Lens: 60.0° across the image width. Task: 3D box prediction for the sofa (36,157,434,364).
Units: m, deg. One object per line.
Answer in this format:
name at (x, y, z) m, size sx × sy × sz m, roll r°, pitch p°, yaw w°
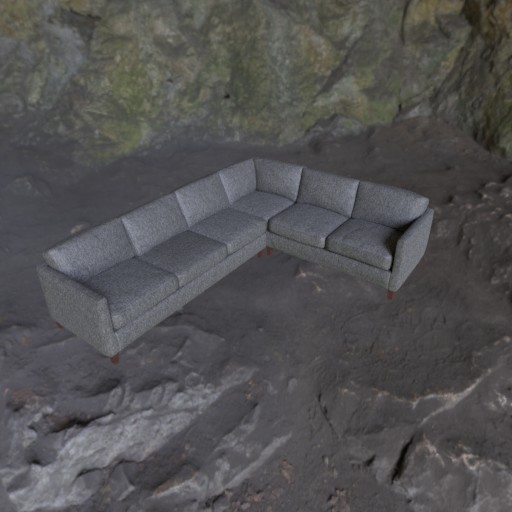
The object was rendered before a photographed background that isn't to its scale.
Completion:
sofa at (0.000, 0.000, 4.557) m, size 2.593 × 0.947 × 3.302 m, roll 21°, pitch 37°, yaw 30°
